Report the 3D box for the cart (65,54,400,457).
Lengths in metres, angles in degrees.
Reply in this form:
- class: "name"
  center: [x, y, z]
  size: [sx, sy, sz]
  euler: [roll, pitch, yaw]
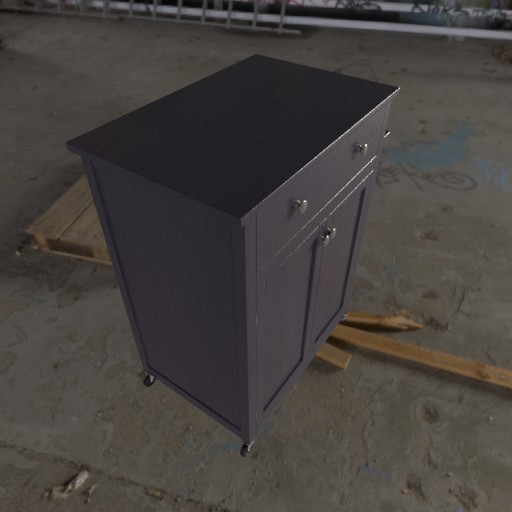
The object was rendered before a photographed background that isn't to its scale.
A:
- class: "cart"
  center: [0.000, 0.000, 1.289]
  size: [0.449, 0.878, 0.690]
  euler: [25, 48, 25]
